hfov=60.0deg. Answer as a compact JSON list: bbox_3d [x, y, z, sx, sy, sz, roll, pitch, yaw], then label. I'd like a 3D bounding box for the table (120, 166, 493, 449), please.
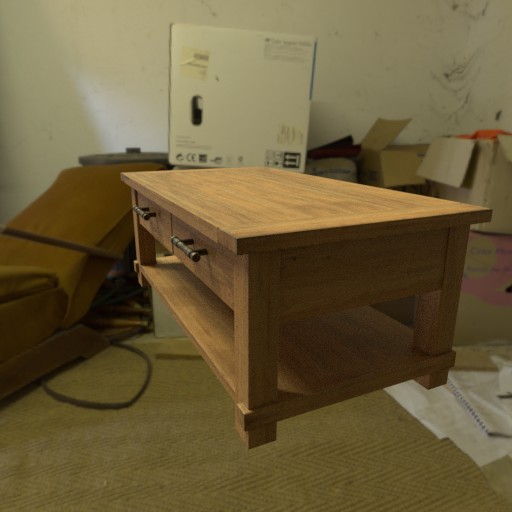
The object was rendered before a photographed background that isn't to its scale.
[{"bbox_3d":[0.000,0.000,1.558,0.693,0.494,1.270,-8,18,-24],"label":"table"}]
